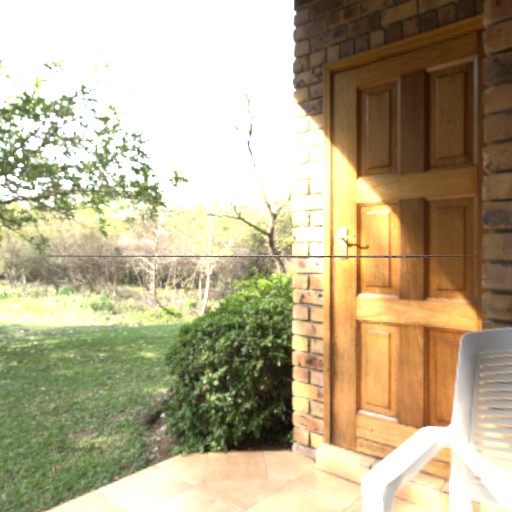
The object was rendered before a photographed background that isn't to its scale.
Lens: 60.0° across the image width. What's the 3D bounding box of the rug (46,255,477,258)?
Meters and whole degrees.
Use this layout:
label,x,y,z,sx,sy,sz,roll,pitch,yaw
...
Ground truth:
label,x,y,z,sx,sy,sz,roll,pitch,yaw
rug,0.000,0.000,2.940,2.428,0.007,1.519,0,0,35
